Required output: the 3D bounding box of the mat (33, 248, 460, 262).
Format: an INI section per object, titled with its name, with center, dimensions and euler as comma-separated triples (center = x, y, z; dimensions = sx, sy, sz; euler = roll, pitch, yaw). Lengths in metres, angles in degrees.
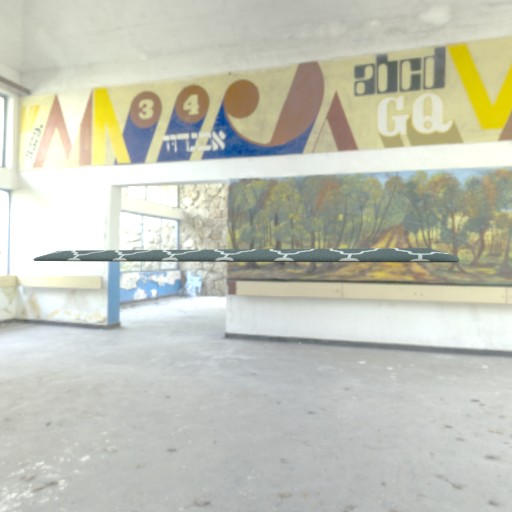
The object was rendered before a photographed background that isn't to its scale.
[mat]
center = 0.000, 0.000, 0.963
dimensions = 0.762, 0.021, 0.508
euler = 0, 0, 18
